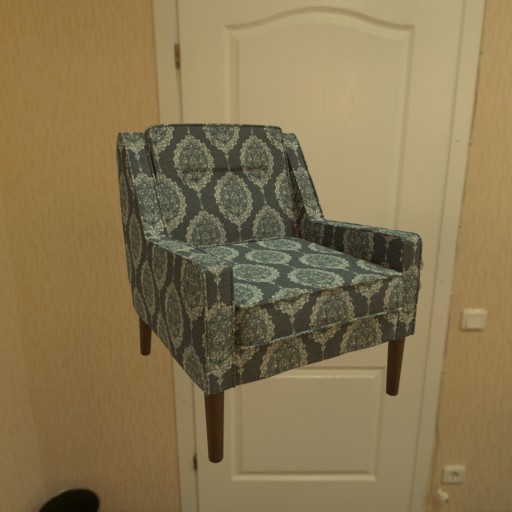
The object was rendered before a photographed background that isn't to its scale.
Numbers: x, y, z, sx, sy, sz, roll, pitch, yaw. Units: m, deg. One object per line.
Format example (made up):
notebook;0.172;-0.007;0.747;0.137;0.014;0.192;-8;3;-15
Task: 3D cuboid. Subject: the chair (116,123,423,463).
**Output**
chair;0.000;0.000;1.360;0.663;0.792;0.743;-8;17;-28
